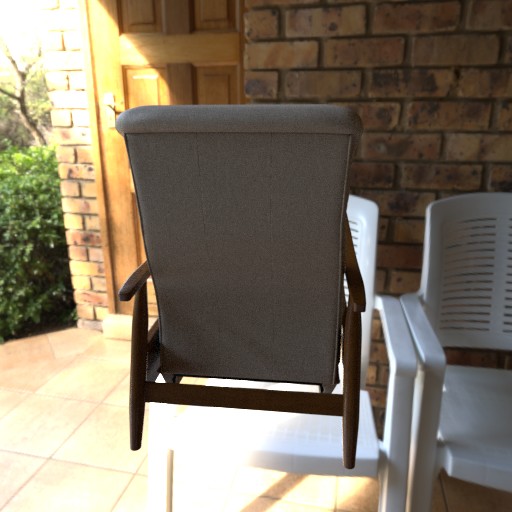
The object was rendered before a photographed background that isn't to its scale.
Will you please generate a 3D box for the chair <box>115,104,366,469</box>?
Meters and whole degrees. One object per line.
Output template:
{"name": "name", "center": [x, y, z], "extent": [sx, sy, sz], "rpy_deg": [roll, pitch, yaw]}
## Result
{"name": "chair", "center": [0.000, 0.000, 1.727], "extent": [0.762, 1.082, 1.030], "rpy_deg": [2, 17, 6]}
